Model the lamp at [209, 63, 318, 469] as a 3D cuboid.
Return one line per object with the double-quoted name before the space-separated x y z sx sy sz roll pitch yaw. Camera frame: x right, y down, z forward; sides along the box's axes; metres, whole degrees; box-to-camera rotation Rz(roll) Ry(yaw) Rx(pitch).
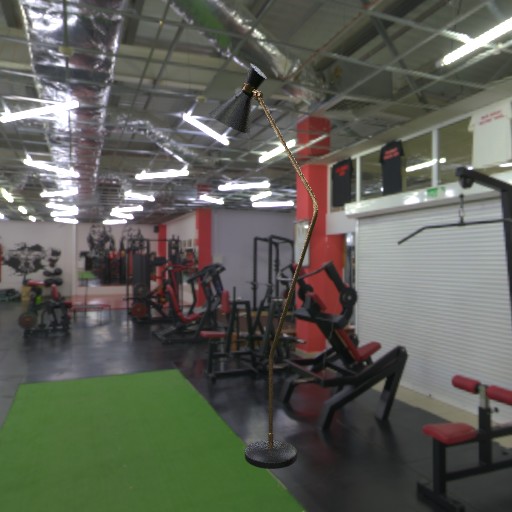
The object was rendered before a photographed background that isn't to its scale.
"lamp" 0.000 0.000 1.608 0.277 1.438 0.467 0 -1 -20
